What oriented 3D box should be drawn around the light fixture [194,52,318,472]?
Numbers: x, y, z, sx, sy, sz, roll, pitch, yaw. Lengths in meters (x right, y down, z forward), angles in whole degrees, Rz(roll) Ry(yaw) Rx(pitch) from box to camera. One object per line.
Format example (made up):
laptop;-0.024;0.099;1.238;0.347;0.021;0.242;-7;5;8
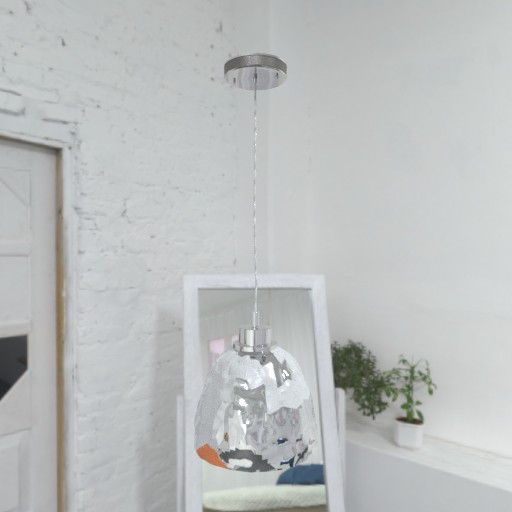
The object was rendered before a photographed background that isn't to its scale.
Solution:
light fixture;0.000;0.000;1.784;0.496;1.511;0.500;0;1;18
